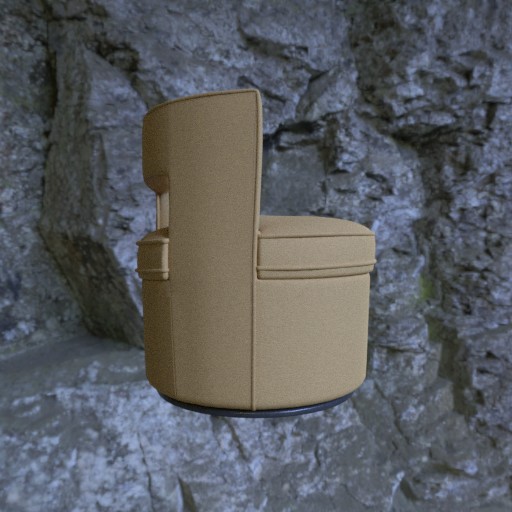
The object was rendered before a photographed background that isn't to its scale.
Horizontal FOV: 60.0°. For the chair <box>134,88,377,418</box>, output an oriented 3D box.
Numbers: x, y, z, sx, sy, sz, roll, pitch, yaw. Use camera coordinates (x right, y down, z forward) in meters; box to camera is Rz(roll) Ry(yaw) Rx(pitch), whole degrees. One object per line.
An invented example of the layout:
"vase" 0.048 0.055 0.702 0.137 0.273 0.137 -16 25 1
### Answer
"chair" 0.000 0.000 1.257 0.665 0.723 0.650 0 0 -18
